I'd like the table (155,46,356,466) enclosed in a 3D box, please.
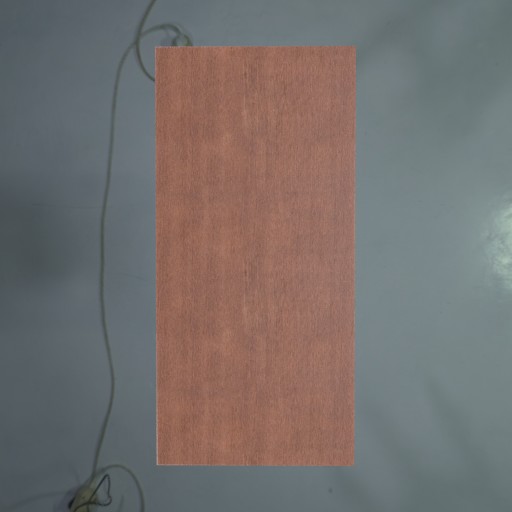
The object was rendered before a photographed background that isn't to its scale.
[{"bbox_3d":[0.000,0.000,1.301,0.483,0.457,1.016,0,91,0],"label":"table"}]
